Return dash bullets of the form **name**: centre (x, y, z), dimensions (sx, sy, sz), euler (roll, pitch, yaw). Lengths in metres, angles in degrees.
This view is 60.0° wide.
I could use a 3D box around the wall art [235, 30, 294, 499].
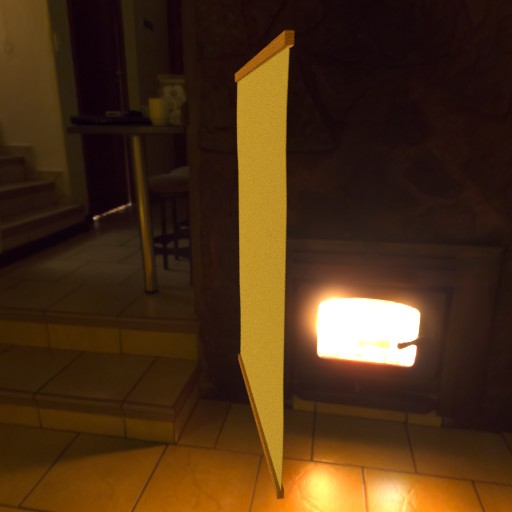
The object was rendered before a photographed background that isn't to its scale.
- **wall art**: centre (0.000, 0.000, 1.853), dimensions (0.025, 1.521, 1.011), euler (-3, 16, -10)
